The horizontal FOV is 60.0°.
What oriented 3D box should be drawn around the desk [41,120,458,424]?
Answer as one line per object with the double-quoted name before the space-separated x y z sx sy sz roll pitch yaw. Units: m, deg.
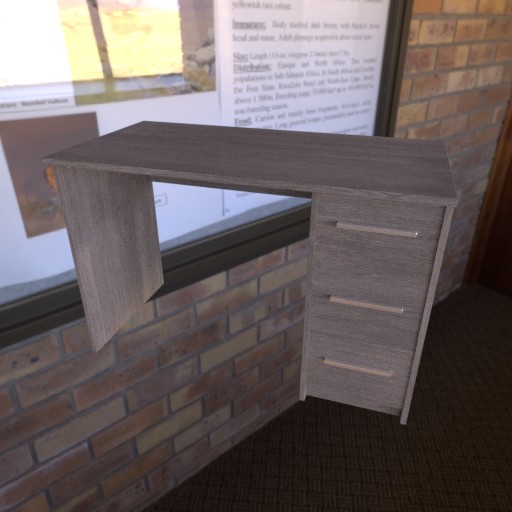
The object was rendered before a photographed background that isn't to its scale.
"desk" 0.000 0.000 1.514 1.097 0.735 0.560 8 29 16
